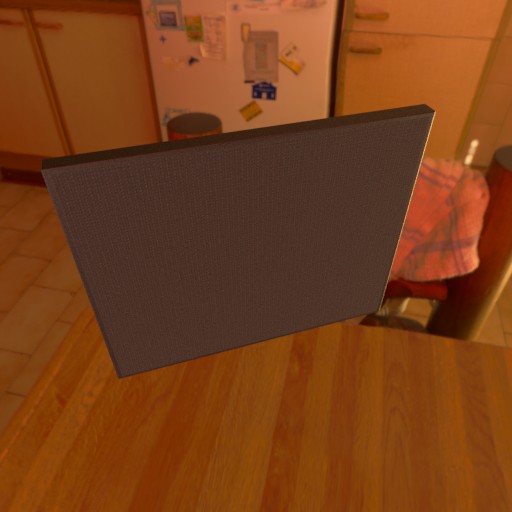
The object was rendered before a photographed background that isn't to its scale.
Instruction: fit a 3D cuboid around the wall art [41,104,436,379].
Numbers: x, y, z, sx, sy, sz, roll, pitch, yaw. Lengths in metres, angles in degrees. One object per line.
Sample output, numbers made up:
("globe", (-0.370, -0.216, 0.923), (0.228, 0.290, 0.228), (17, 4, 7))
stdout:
("wall art", (0.000, 0.000, 0.766), (0.559, 0.458, 0.029), (-12, 43, -13))
